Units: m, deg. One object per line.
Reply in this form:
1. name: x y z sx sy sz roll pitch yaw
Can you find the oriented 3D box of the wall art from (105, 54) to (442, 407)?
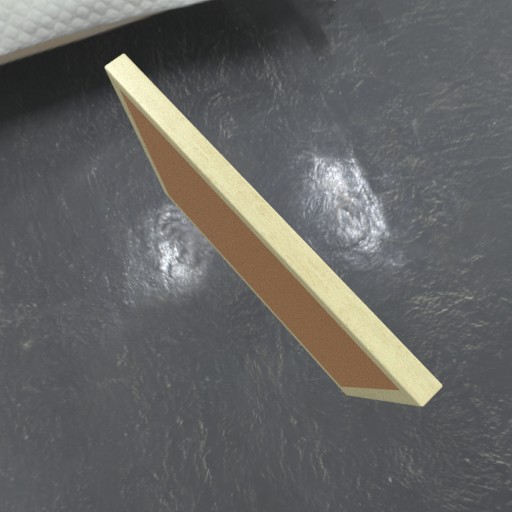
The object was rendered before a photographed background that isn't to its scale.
1. wall art: 0.000 0.000 0.680 0.032 0.381 0.533 -40 78 -10
